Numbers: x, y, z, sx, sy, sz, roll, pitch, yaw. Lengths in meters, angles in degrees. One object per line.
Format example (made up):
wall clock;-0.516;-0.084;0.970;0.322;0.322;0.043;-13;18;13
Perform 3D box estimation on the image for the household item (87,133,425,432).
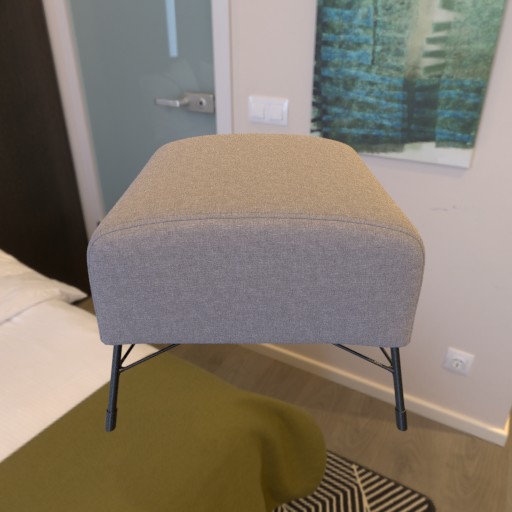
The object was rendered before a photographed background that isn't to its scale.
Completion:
household item;0.000;0.000;0.909;0.530;0.410;0.530;0;28;0
